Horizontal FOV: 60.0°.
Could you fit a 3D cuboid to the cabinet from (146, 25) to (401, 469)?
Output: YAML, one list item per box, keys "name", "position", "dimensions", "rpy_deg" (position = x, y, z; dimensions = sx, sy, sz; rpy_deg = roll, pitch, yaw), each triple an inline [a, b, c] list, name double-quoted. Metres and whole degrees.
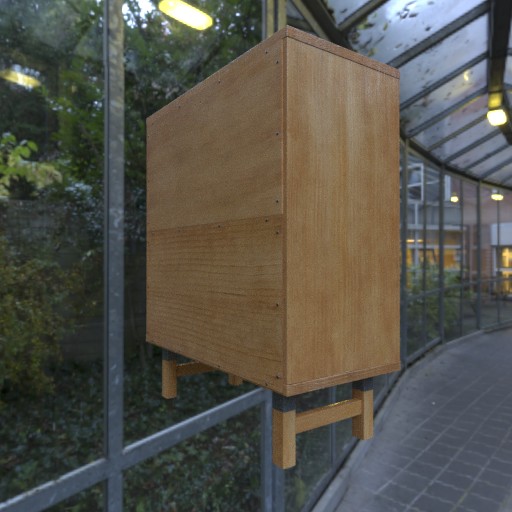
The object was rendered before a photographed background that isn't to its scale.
- name: "cabinet"
  position: [0.000, 0.000, 1.406]
  dimensions: [0.419, 1.001, 0.800]
  rpy_deg: [0, 0, -36]
